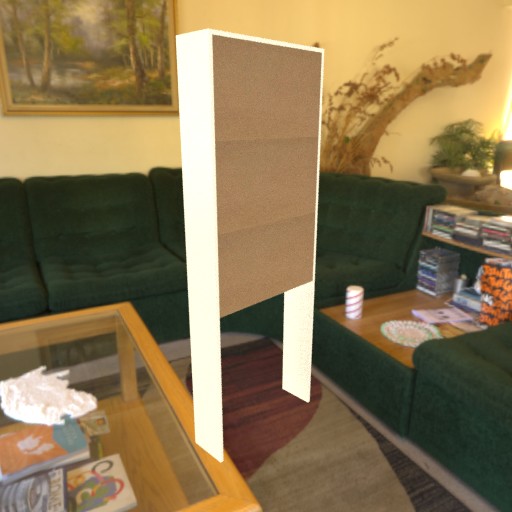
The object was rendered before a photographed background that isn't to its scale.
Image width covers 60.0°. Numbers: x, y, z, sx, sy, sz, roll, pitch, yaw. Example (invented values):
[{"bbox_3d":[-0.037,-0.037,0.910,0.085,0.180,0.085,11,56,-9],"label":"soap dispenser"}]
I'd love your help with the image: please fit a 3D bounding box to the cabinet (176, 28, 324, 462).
[{"bbox_3d":[0.000,0.000,2.021,0.192,1.770,0.643,16,24,42],"label":"cabinet"}]
